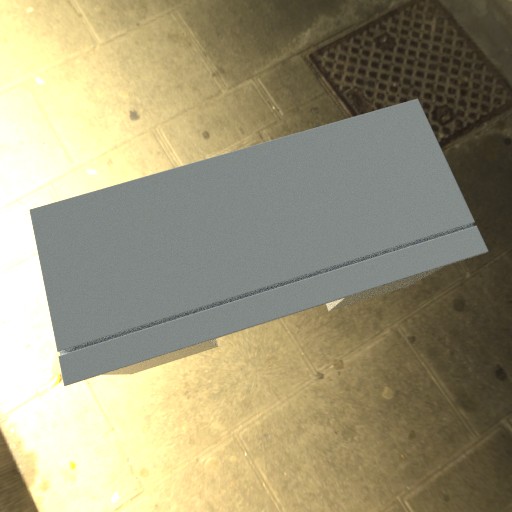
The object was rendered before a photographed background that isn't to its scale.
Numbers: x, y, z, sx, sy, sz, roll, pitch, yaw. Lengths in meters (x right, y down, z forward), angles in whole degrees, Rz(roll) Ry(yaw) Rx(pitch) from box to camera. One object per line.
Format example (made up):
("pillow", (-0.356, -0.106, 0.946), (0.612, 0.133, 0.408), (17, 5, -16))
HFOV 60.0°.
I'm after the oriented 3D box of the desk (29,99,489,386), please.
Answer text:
("desk", (0.000, 0.000, 2.014), (1.580, 0.760, 0.670), (-17, 76, -4))
